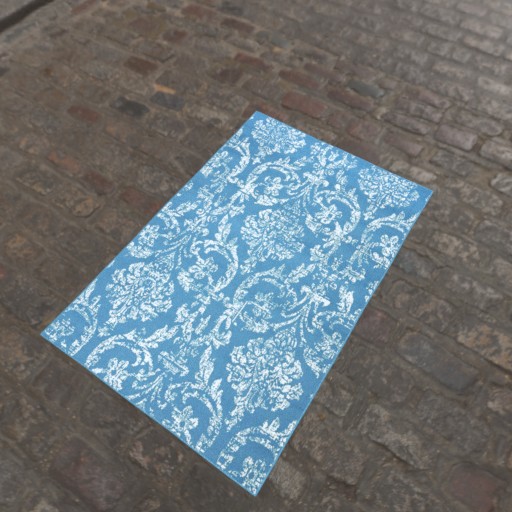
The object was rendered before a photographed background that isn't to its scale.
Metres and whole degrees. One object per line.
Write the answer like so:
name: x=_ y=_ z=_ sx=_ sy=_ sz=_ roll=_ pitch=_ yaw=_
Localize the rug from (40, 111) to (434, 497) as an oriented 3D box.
rug: x=0.000 y=0.000 z=2.294 sx=1.211 sy=0.012 sz=1.833 roll=30 pitch=63 yaw=17
